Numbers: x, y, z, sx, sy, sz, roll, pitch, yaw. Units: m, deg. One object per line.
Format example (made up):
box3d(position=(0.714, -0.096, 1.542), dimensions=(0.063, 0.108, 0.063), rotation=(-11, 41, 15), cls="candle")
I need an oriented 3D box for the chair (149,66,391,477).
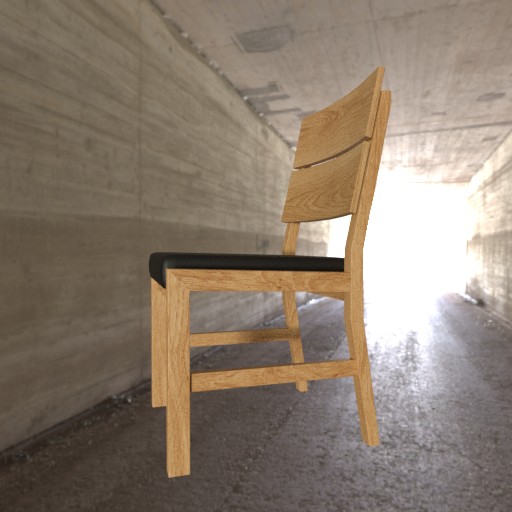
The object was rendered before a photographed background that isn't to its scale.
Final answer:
box3d(position=(0.000, 0.000, 1.261), dimensions=(0.569, 0.950, 0.475), rotation=(0, 1, -18), cls="chair")
